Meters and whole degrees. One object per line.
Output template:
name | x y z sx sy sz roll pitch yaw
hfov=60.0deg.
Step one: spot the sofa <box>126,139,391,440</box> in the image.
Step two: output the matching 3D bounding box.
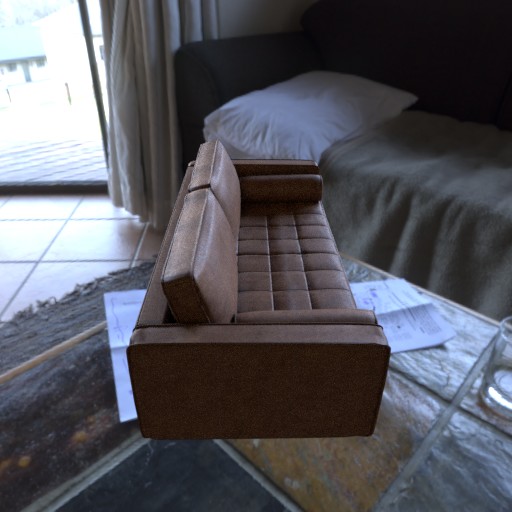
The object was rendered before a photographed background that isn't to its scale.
sofa | 0.000 0.000 2.397 0.924 0.825 1.920 0 31 -1
